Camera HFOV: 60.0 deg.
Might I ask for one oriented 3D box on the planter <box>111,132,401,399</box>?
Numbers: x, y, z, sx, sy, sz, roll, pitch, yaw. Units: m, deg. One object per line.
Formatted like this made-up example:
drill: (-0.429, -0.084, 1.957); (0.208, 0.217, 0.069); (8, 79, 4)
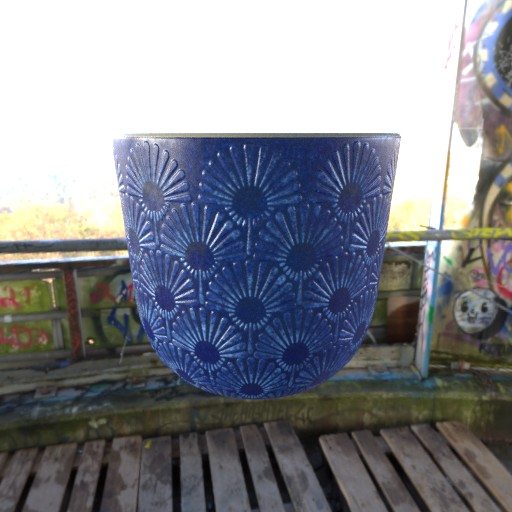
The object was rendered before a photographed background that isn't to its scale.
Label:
planter: (0.000, 0.000, 0.354); (0.206, 0.190, 0.206); (0, 16, 0)
